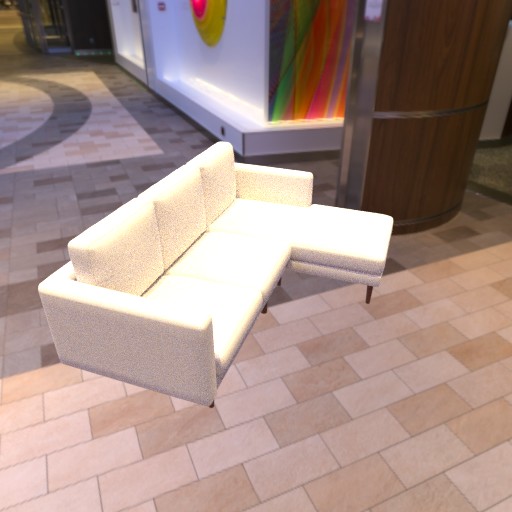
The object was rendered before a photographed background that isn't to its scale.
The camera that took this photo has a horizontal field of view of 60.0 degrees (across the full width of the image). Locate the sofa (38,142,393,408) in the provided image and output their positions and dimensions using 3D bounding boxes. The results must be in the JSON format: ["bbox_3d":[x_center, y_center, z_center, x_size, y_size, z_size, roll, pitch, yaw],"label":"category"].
[{"bbox_3d":[0.000,0.000,2.861,1.580,0.899,2.029,10,32,17],"label":"sofa"}]
